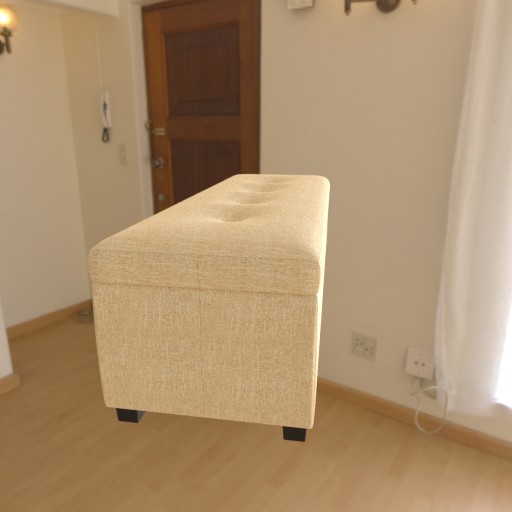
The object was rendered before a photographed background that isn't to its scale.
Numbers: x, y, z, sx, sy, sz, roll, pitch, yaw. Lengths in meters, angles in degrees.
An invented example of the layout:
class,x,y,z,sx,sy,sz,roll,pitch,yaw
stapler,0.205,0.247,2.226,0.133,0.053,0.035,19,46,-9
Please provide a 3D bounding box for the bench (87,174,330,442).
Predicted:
class,x,y,z,sx,sy,sz,roll,pitch,yaw
bench,0.000,0.000,1.389,0.432,0.406,1.219,3,17,9
